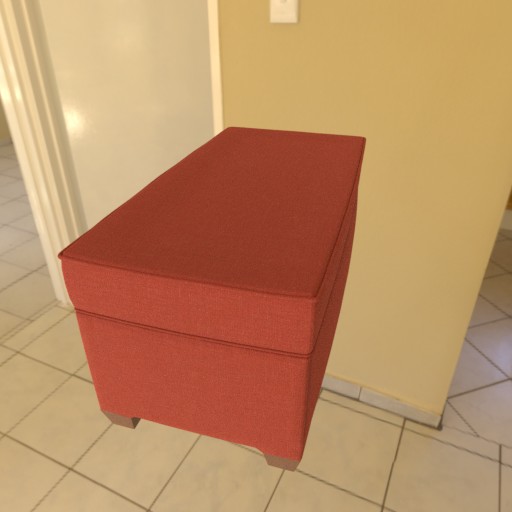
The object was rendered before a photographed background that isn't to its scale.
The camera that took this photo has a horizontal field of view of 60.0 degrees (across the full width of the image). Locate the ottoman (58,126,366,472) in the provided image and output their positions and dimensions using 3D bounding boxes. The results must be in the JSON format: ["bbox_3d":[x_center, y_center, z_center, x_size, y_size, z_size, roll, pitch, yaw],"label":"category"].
[{"bbox_3d":[0.000,0.000,1.216,0.497,0.454,0.948,9,32,14],"label":"ottoman"}]
